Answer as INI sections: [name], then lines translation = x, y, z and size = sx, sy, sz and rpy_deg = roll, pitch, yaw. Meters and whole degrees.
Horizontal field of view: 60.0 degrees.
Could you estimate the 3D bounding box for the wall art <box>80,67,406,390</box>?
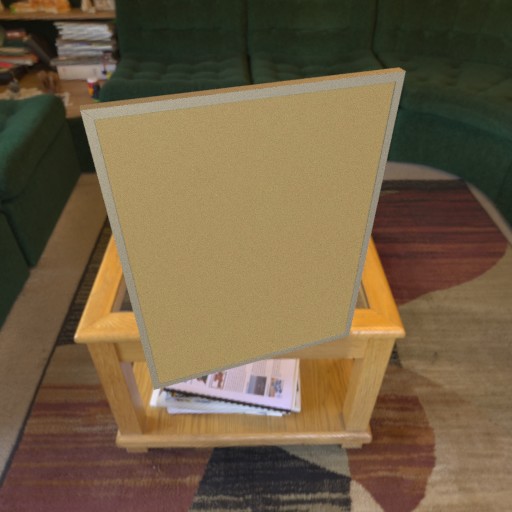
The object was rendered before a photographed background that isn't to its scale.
[wall art]
translation = 0.000, 0.000, 1.376
size = 0.789, 1.042, 0.034
rpy_deg = -12, 42, -14
